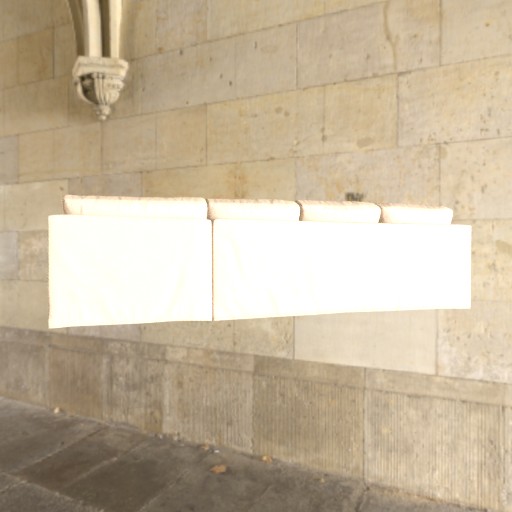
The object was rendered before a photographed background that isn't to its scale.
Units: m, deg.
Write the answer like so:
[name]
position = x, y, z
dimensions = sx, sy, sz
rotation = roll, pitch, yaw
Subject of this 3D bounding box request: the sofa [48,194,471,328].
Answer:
[sofa]
position = 0.000, 0.000, 3.906
dimensions = 3.206, 0.871, 1.622
rotation = 0, 0, -18
